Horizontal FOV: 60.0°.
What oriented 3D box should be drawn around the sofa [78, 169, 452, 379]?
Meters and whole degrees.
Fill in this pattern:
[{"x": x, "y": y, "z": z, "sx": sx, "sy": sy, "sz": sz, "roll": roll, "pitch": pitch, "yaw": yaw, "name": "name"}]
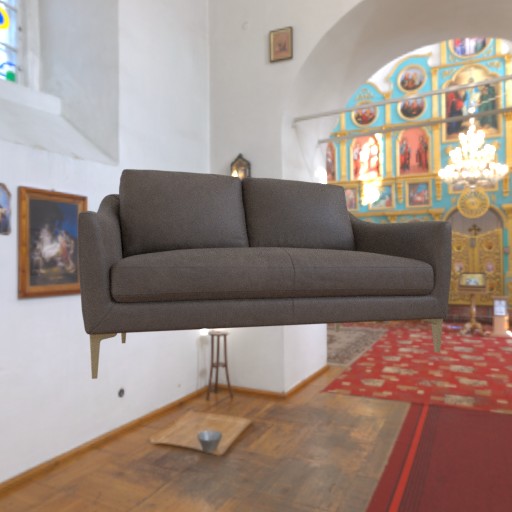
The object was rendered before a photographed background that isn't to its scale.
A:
[{"x": 0.000, "y": 0.000, "z": 2.228, "sx": 1.619, "sy": 0.902, "sz": 0.960, "roll": 0, "pitch": -1, "yaw": -19, "name": "sofa"}]
